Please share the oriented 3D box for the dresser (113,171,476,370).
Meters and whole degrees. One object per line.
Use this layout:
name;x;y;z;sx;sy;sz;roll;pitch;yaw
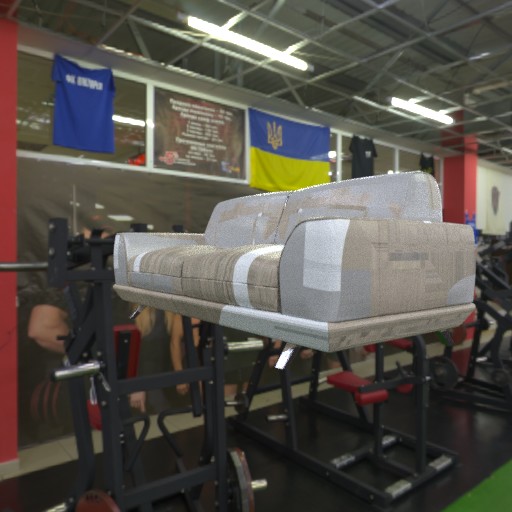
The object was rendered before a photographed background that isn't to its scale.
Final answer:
dresser;0.000;0.000;5.756;2.251;1.863;4.679;-1;1;-37
